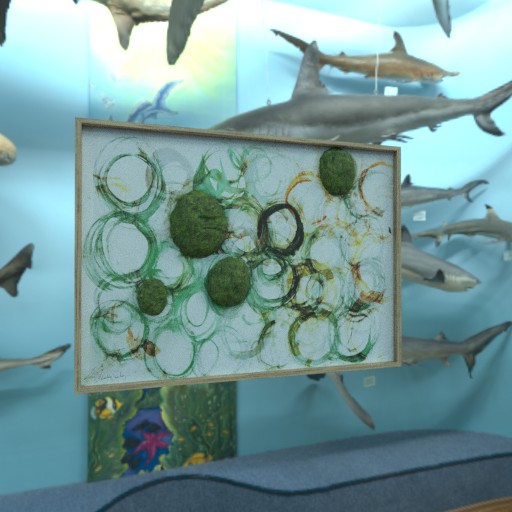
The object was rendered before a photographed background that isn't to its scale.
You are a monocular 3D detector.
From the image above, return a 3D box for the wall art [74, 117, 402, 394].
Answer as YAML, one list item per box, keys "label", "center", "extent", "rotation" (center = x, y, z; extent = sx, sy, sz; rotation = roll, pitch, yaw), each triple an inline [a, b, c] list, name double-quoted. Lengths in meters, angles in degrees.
- label: "wall art"
  center: [0.000, 0.000, 1.109]
  extent: [0.841, 0.609, 0.063]
  rotation: [0, -1, -18]
